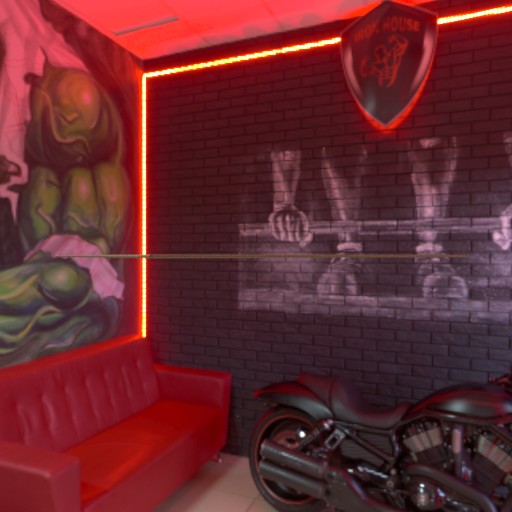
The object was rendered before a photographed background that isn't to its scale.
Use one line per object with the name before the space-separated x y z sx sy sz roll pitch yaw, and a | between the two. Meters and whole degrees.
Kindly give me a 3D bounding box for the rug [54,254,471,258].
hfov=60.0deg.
rug | 0.000 0.000 4.080 3.041 0.020 2.413 0 0 -35
